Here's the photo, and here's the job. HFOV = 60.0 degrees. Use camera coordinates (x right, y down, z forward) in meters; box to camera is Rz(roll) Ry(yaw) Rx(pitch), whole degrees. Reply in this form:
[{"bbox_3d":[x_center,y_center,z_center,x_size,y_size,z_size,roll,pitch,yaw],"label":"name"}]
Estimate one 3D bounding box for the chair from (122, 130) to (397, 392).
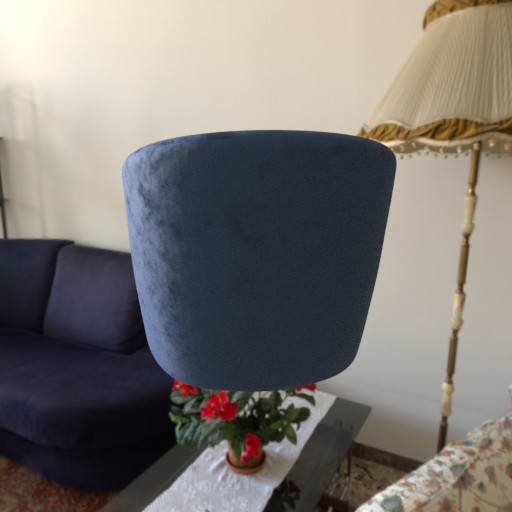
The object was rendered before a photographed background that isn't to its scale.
[{"bbox_3d":[0.000,0.000,1.334,0.773,0.698,0.767,-2,13,-8],"label":"chair"}]
